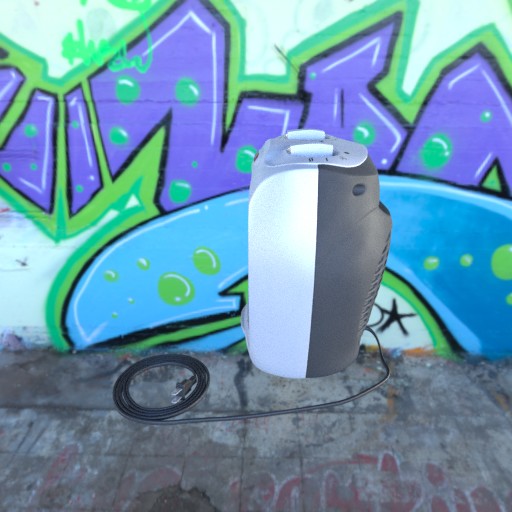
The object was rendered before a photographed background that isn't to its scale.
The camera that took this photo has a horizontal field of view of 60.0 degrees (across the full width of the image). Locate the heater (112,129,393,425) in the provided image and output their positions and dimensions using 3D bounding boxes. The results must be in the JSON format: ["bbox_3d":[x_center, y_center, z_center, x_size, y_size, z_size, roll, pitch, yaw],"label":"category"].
[{"bbox_3d":[0.000,0.000,0.466,0.291,0.240,0.239,0,27,1],"label":"heater"}]
